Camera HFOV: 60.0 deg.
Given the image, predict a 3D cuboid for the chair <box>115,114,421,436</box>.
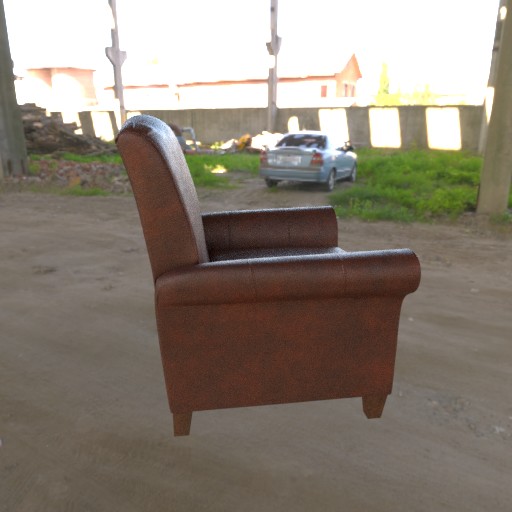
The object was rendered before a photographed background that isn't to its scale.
[{"bbox_3d":[0.000,0.000,1.753,0.902,1.061,0.978,-2,16,-7],"label":"chair"}]
